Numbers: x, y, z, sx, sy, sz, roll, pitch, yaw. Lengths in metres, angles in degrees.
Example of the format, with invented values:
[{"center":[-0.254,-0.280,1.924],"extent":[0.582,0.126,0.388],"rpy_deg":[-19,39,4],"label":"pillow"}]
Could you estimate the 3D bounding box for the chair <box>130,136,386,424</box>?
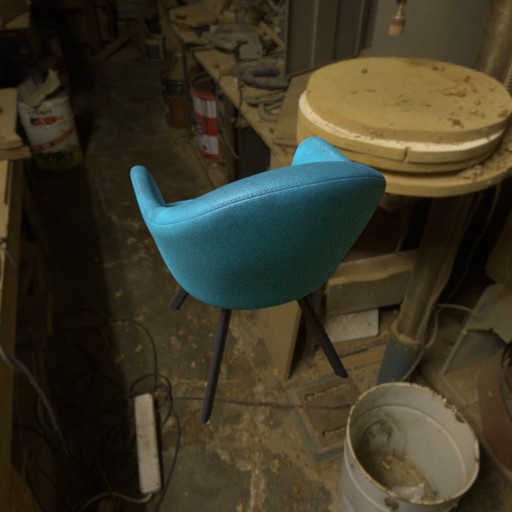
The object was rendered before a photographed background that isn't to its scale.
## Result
[{"center":[0.000,0.000,1.177],"extent":[0.540,0.780,0.570],"rpy_deg":[-13,42,-15],"label":"chair"}]
